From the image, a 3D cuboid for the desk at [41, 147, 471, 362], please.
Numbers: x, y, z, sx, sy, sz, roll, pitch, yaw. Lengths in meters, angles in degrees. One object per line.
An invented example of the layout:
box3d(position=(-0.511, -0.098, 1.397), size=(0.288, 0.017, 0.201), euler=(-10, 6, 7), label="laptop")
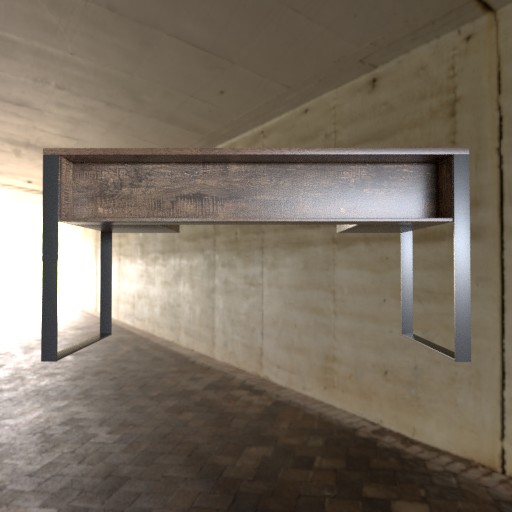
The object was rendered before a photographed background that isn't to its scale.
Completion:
box3d(position=(0.000, 0.000, 1.877), size=(1.524, 0.762, 0.599), euler=(0, -1, 0), label="desk")
